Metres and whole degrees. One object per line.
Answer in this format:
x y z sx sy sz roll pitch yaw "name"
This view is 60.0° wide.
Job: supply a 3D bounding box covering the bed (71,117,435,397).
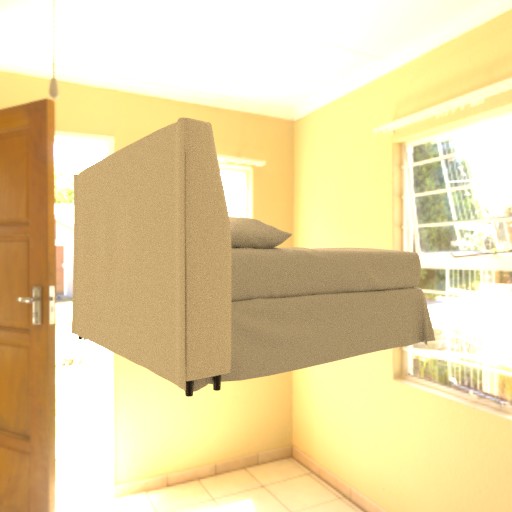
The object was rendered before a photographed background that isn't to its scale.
0.000 0.000 3.472 2.276 1.332 1.925 0 0 -37 "bed"
